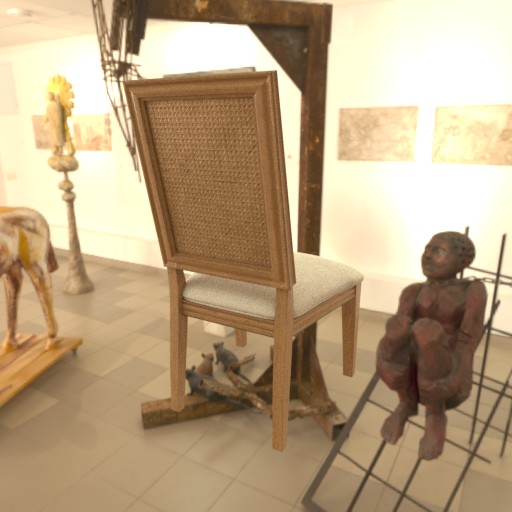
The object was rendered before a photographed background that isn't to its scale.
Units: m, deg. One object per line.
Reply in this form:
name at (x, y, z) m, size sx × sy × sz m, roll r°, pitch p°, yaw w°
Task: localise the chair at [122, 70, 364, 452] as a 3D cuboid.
chair at (0.000, 0.000, 1.372) m, size 0.536 × 0.988 × 0.601 m, roll 9°, pitch 18°, yaw 28°
